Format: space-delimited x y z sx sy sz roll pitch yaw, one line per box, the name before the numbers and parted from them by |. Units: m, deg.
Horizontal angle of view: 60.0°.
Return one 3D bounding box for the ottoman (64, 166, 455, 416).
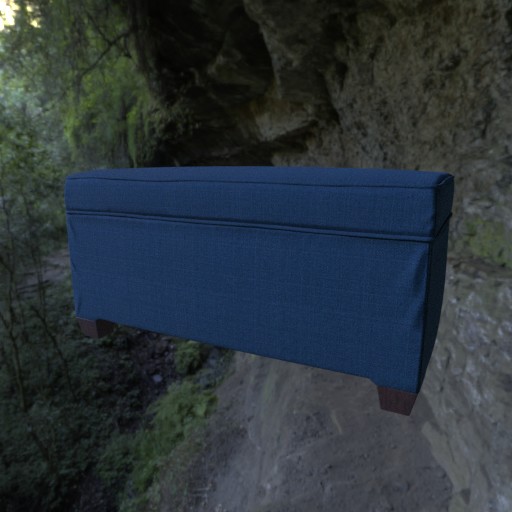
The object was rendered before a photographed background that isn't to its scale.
ottoman | 0.000 0.000 1.196 0.943 0.474 0.474 6 14 26
